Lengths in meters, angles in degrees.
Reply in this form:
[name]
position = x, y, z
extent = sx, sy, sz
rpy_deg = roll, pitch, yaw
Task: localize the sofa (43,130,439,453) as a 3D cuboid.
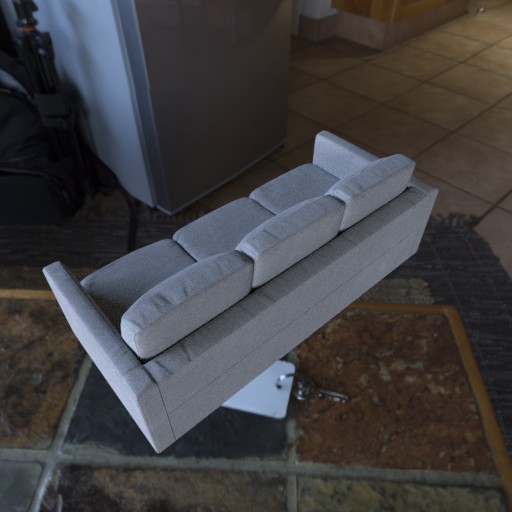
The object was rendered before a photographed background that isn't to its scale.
[sofa]
position = 0.000, 0.000, 2.520
extent = 1.983, 0.918, 0.944
rpy_deg = -32, 53, -27
